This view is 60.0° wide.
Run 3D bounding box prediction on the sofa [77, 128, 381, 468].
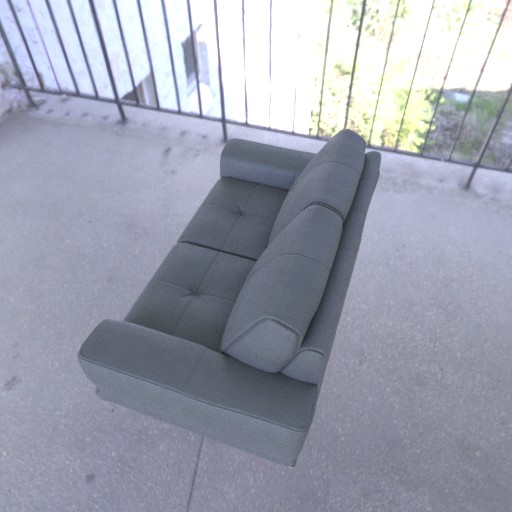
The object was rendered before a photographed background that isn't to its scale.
[{"bbox_3d":[0.000,0.000,2.357,1.018,0.907,1.806,15,49,13],"label":"sofa"}]
